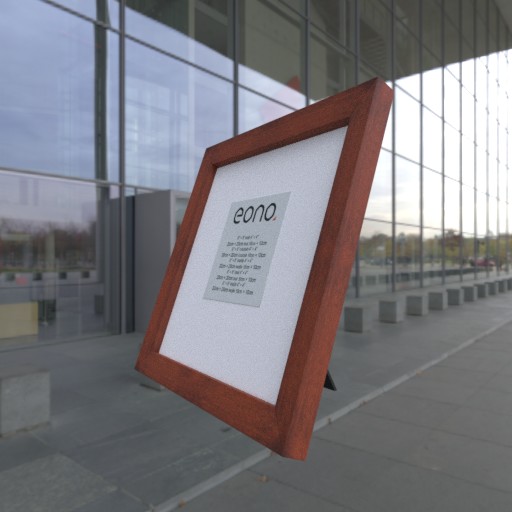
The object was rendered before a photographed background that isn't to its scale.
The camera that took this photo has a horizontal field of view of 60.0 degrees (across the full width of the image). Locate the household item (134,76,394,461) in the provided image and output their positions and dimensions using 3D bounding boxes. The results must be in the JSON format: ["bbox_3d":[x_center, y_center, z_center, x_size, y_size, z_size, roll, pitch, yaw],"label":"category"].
[{"bbox_3d":[0.000,0.000,0.385,0.131,0.240,0.240,0,0,-35],"label":"household item"}]
